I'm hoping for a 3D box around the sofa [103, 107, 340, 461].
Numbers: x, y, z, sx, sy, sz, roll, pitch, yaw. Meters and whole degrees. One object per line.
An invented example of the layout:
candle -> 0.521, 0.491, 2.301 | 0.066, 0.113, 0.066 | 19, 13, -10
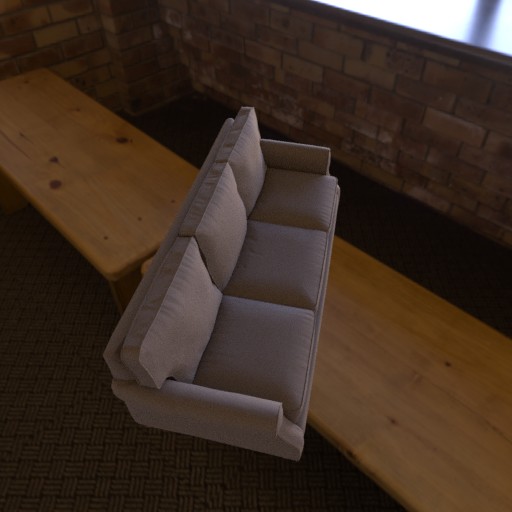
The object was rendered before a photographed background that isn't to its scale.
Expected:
sofa -> 0.000, 0.000, 2.891 | 0.966, 0.948, 2.353 | 9, 47, 9
